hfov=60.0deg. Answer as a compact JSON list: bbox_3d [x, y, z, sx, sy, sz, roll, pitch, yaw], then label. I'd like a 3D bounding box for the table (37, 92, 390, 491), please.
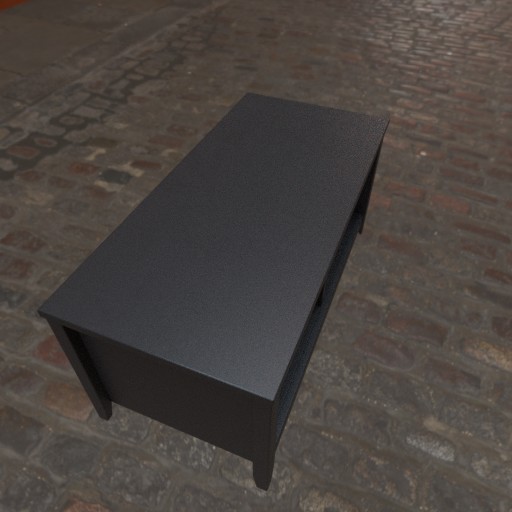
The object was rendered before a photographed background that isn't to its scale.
[{"bbox_3d":[0.000,0.000,1.270,0.483,0.457,1.016,16,47,16],"label":"table"}]
